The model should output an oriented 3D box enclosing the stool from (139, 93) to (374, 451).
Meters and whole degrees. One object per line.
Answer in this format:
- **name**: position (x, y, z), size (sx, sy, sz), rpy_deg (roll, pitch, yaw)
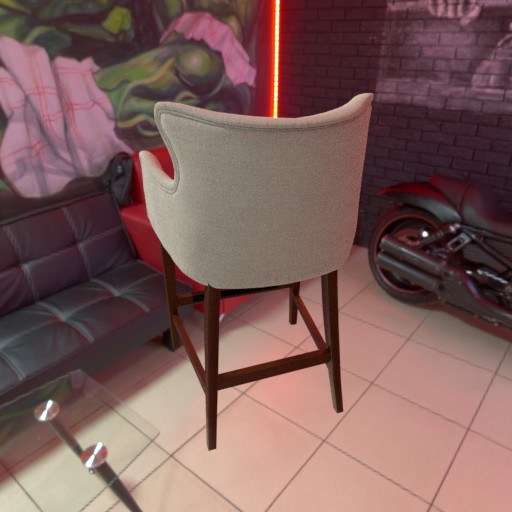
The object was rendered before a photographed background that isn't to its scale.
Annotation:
- **stool**: position (0.000, 0.000, 1.414), size (0.615, 0.987, 0.637), rpy_deg (-8, 28, -16)
